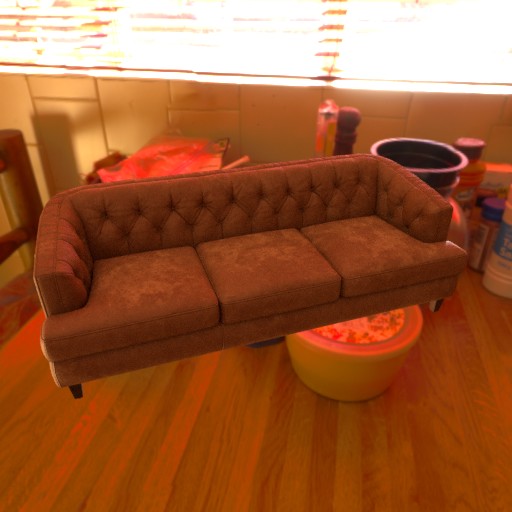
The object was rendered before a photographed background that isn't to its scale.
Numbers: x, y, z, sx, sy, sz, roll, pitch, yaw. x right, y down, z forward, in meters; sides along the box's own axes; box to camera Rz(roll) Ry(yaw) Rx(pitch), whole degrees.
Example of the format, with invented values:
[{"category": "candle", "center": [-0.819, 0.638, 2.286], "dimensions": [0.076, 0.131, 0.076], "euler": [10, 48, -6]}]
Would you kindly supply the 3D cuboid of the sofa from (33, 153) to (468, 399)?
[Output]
[{"category": "sofa", "center": [0.000, 0.000, 2.566], "dimensions": [2.257, 0.791, 0.922], "euler": [-10, 32, -16]}]
